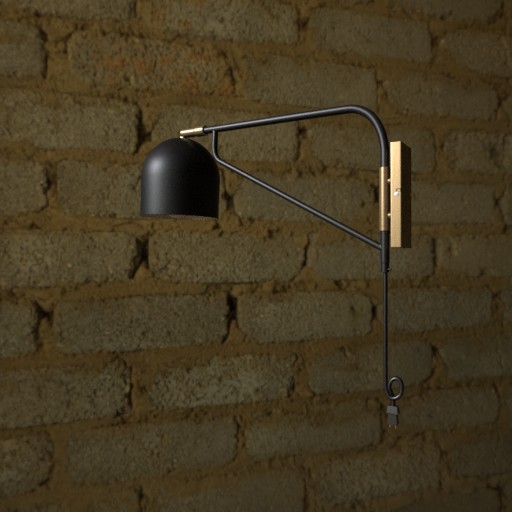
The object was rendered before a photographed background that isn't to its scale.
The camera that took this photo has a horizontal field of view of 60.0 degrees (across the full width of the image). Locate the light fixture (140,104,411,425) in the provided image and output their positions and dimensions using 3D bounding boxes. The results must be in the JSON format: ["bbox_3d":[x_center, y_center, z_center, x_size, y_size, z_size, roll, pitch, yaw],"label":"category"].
[{"bbox_3d":[0.000,0.000,1.080,0.720,0.696,0.215,0,0,34],"label":"light fixture"}]
